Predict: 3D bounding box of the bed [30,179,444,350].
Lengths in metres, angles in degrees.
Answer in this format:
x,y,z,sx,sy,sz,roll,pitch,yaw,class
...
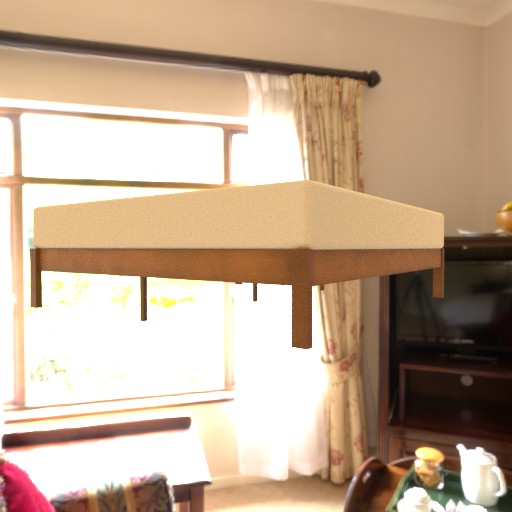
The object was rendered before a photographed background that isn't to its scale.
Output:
x,y,z,sx,sy,sz,roll,pitch,yaw,class
0.000,0.000,2.972,1.930,0.616,2.049,1,1,36,bed
